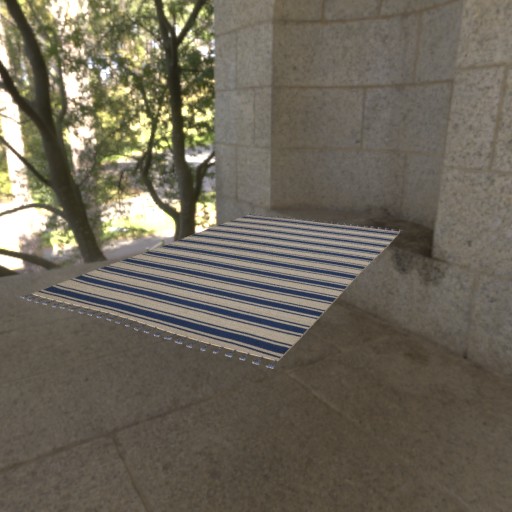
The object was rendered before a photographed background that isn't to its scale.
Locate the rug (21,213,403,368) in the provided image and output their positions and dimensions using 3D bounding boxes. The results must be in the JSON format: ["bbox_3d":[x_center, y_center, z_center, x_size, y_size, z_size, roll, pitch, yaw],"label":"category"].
[{"bbox_3d":[0.000,0.000,2.555,1.248,0.009,2.108,9,19,27],"label":"rug"}]
